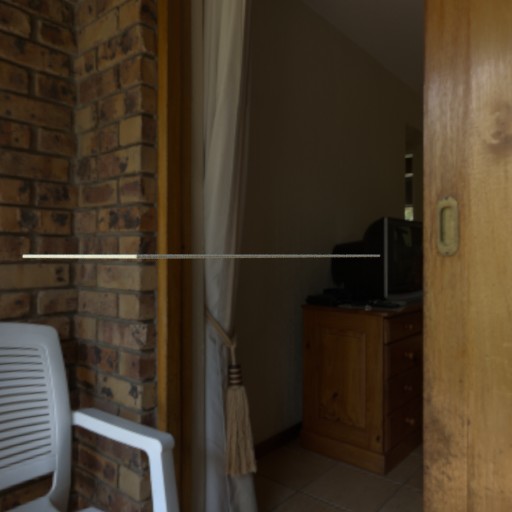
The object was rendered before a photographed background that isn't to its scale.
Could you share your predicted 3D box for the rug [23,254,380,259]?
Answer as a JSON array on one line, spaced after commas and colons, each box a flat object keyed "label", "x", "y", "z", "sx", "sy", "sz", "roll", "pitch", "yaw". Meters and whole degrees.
[{"label": "rug", "x": 0.000, "y": 0.000, "z": 2.506, "sx": 0.661, "sy": 0.013, "sz": 2.297, "roll": 0, "pitch": 0, "yaw": 34}]
